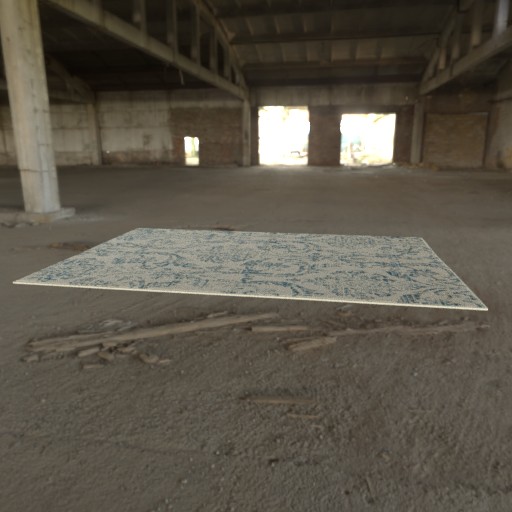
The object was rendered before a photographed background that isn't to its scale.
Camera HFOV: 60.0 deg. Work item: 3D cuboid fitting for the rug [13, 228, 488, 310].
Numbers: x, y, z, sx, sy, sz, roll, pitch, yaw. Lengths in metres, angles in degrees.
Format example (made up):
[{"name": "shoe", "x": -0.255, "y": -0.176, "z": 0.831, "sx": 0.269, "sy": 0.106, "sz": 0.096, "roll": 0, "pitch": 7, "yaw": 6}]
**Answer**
[{"name": "rug", "x": 0.000, "y": 0.000, "z": 2.254, "sx": 1.831, "sy": 0.012, "sz": 1.213, "roll": 2, "pitch": 14, "yaw": 9}]
